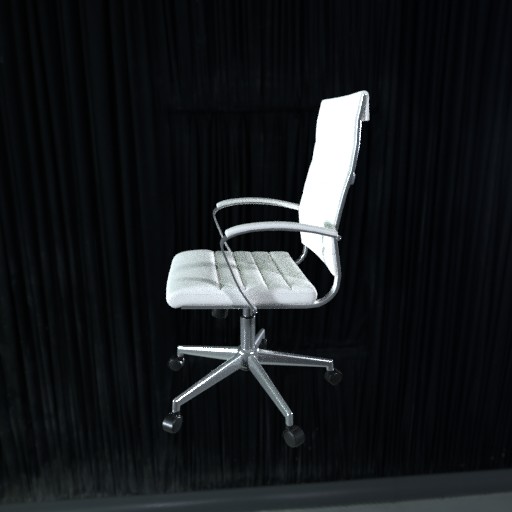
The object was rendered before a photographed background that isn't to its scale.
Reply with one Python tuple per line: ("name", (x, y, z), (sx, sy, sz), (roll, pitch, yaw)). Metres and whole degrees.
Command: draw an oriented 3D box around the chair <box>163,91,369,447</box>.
("chair", (0.000, 0.000, 1.679), (0.739, 1.149, 0.766), (-2, 16, -7))
